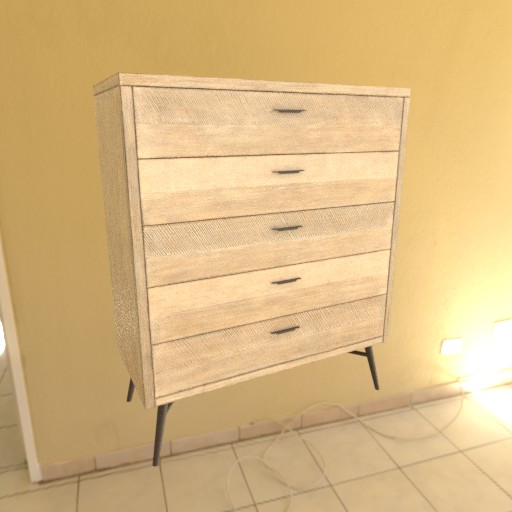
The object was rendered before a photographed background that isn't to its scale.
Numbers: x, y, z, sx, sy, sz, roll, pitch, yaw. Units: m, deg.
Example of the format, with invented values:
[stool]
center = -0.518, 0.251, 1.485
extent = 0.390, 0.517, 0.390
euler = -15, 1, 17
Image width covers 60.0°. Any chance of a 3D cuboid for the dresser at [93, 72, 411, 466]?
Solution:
[dresser]
center = 0.000, 0.000, 1.707
extent = 1.016, 1.219, 0.457
euler = -8, 18, -26
